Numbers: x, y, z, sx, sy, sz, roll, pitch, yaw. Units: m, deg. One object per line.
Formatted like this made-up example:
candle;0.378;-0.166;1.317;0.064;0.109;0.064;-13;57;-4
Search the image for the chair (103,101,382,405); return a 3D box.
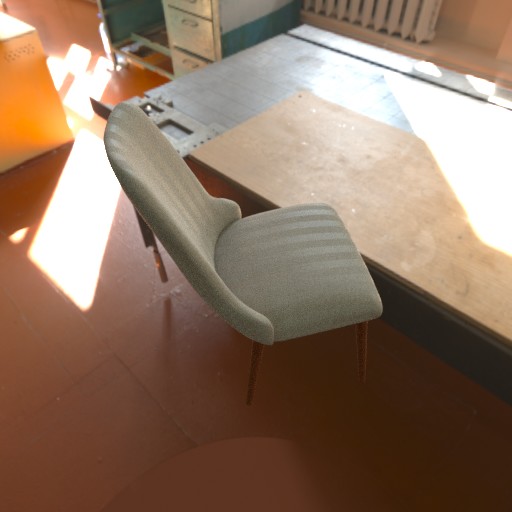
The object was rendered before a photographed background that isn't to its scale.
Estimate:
chair;0.000;0.000;1.343;0.684;0.917;0.526;-8;47;-8
